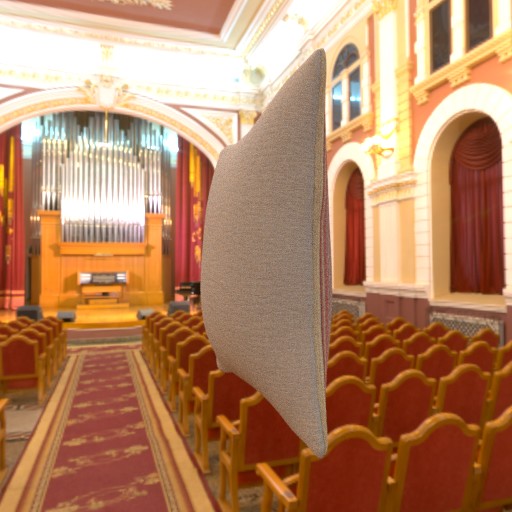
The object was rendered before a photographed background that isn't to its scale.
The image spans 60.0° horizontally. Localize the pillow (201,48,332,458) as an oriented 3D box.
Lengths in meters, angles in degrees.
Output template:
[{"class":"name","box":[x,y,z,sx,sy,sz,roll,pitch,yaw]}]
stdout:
[{"class":"pillow","box":[0.000,0.000,0.647,0.136,0.419,0.437,1,-2,-18]}]
